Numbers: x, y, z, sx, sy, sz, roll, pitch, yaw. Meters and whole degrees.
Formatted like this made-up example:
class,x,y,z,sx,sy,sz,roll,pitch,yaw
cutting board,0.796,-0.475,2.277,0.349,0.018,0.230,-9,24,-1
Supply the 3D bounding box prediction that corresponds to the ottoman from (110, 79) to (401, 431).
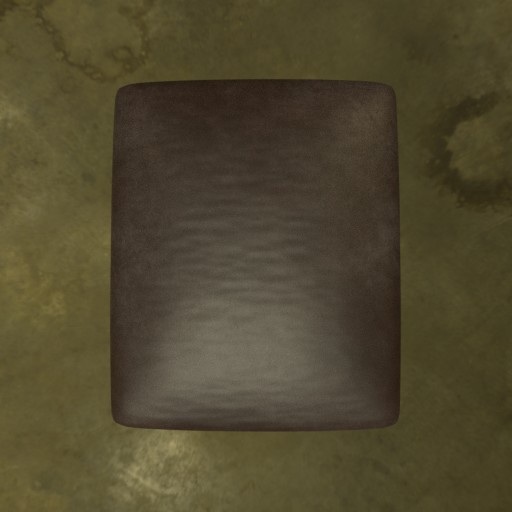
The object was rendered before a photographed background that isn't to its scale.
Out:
class,x,y,z,sx,sy,sz,roll,pitch,yaw
ottoman,0.000,0.000,1.202,0.670,0.569,0.806,0,88,1
